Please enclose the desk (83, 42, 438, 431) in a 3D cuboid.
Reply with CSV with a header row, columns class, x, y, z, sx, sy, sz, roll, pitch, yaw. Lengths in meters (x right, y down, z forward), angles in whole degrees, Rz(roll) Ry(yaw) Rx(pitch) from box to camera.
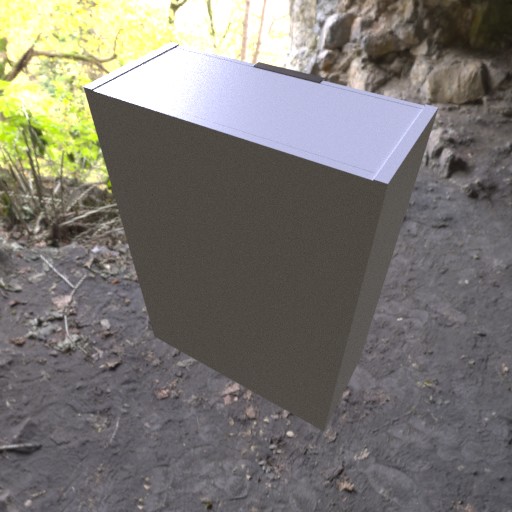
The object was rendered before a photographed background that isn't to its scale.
class,x,y,z,sx,sy,sz,roll,pitch,yaw
desk,0.000,0.000,1.579,0.850,1.190,0.390,23,50,21
